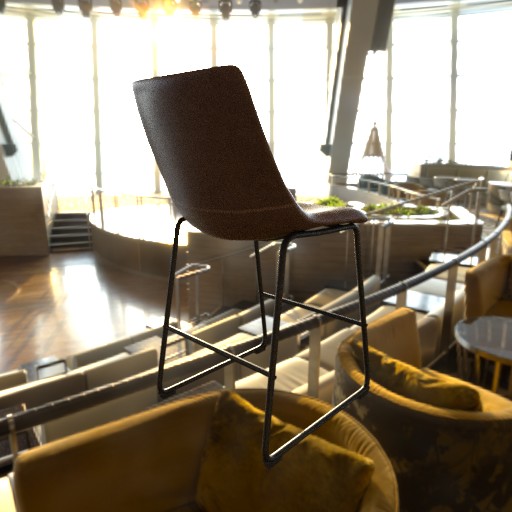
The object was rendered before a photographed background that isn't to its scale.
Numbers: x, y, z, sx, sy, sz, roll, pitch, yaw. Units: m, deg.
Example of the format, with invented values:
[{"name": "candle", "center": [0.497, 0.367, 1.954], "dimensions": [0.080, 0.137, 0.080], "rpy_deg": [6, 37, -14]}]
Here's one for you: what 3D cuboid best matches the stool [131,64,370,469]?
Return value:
[{"name": "stool", "center": [0.000, 0.000, 1.225], "dimensions": [0.460, 0.890, 0.550], "rpy_deg": [13, 19, 42]}]
